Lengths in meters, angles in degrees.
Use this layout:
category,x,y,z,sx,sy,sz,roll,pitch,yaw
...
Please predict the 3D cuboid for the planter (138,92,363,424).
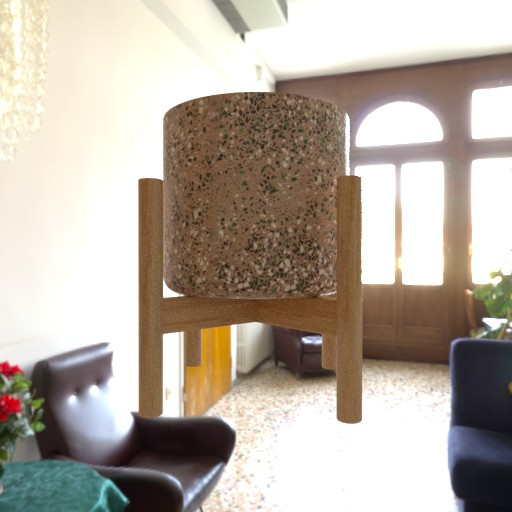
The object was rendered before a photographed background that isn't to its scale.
category,x,y,z,sx,sy,sz,roll,pitch,yaw
planter,0.000,0.000,0.542,0.284,0.320,0.284,0,0,-18
